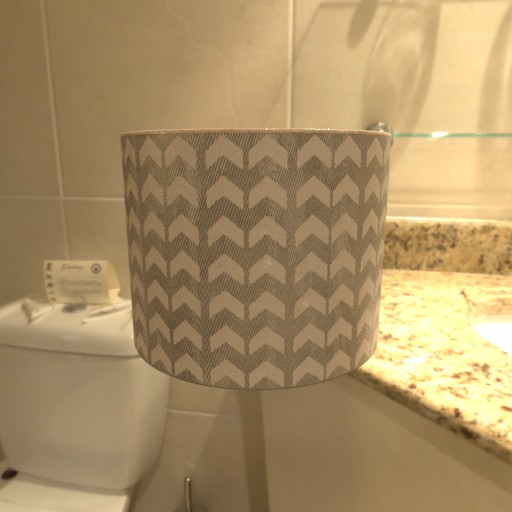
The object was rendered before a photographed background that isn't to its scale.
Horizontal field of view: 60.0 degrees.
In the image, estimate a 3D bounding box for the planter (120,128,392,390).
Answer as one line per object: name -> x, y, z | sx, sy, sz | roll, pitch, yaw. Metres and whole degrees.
planter -> 0.000, 0.000, 0.453 | 0.250, 0.239, 0.250 | 0, 13, 0
